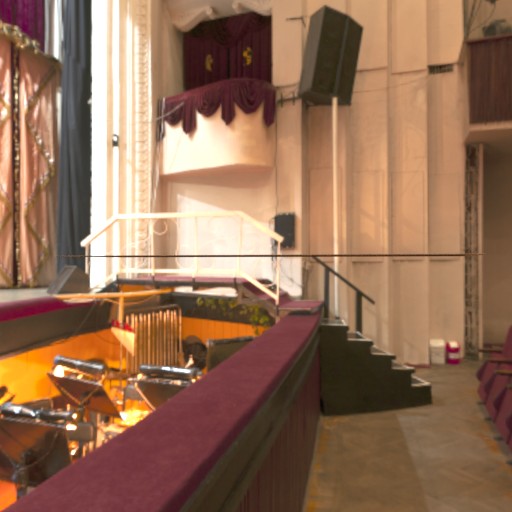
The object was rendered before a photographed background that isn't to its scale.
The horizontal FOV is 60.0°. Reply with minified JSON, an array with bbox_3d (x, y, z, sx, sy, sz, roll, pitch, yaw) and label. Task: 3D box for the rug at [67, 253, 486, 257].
[{"bbox_3d":[0.000,0.000,2.730,2.437,0.005,0.688,0,-1,19],"label":"rug"}]
